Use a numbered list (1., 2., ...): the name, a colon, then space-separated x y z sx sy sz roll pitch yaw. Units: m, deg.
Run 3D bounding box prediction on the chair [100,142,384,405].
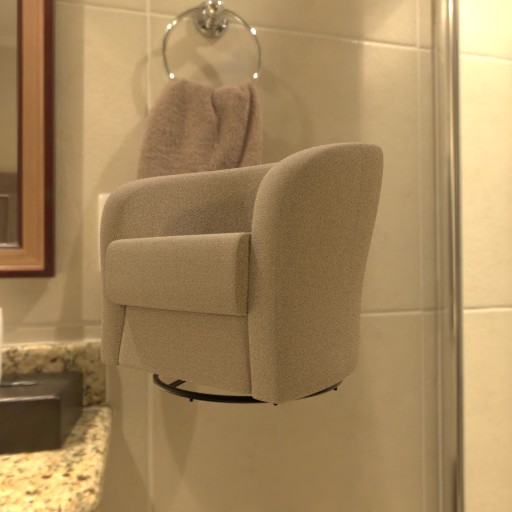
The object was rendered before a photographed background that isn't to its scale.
1. chair: 0.000 0.000 1.447 0.791 0.771 0.815 -1 -1 38
